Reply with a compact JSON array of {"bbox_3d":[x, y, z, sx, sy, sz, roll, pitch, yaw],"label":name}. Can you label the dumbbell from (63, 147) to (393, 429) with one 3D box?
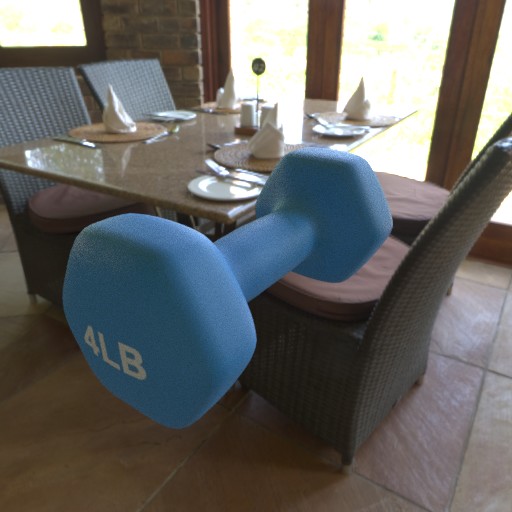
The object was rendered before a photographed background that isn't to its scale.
[{"bbox_3d":[0.000,0.000,0.188,0.074,0.066,0.152,18,32,32],"label":"dumbbell"}]
